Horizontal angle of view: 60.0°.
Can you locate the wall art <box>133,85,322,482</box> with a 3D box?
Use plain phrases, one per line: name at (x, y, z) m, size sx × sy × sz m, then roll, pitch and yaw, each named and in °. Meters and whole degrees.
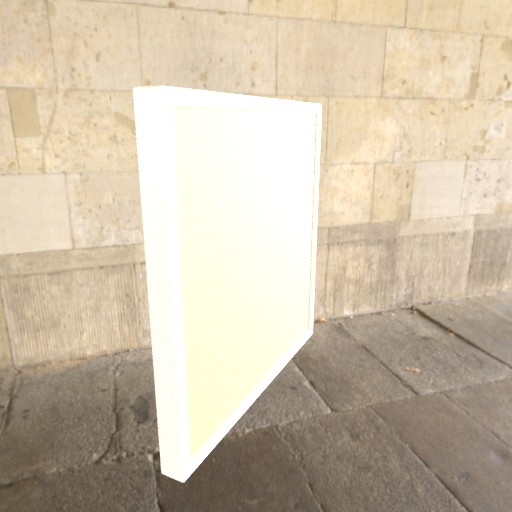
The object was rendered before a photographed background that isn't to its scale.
wall art at (0.000, 0.000, 0.755) m, size 0.038 × 0.508 × 0.508 m, roll 8°, pitch 18°, yaw 26°
